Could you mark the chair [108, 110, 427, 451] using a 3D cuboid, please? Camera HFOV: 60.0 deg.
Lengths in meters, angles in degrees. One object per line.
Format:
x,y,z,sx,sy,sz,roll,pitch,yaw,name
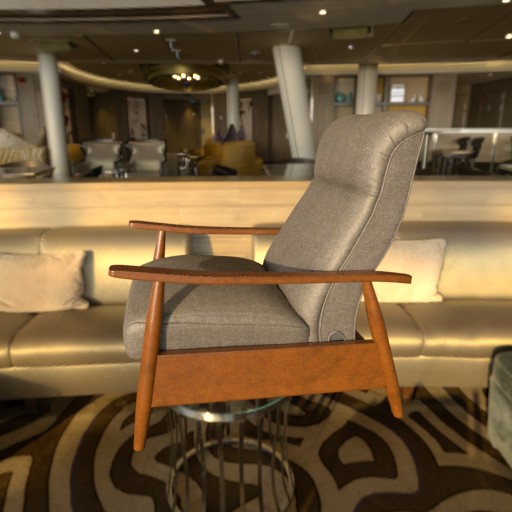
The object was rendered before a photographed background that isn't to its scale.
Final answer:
0.000,0.000,1.743,1.014,1.081,0.762,-3,16,-10,chair
